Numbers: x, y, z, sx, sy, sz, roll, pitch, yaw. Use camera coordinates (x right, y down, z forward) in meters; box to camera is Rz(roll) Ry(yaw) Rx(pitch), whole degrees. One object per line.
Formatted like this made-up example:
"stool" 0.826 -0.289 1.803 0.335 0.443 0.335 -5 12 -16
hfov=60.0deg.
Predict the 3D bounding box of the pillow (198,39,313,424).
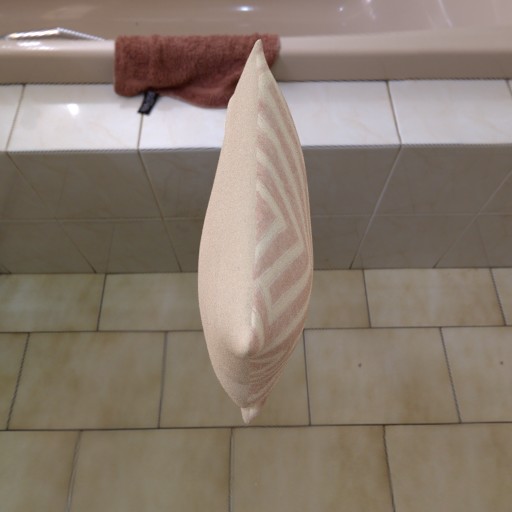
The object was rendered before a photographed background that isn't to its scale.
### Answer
"pillow" 0.000 0.000 0.683 0.182 0.441 0.440 1 63 1
